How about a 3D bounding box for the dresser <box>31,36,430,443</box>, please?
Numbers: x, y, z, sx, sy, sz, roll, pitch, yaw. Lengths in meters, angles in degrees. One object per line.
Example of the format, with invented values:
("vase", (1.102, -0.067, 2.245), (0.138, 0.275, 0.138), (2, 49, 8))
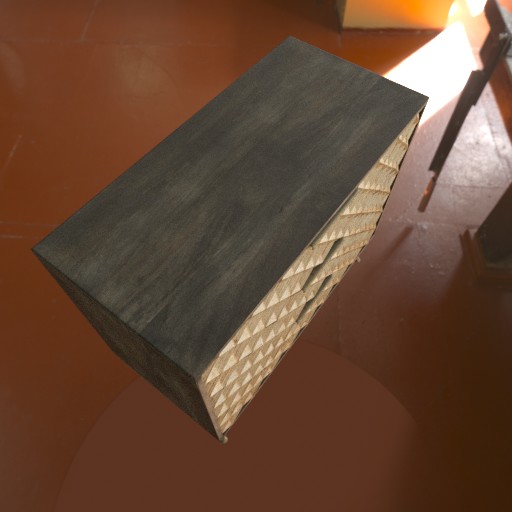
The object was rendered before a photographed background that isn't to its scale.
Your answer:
("dresser", (0.000, 0.000, 1.364), (0.453, 0.801, 0.923), (33, 64, 18))
